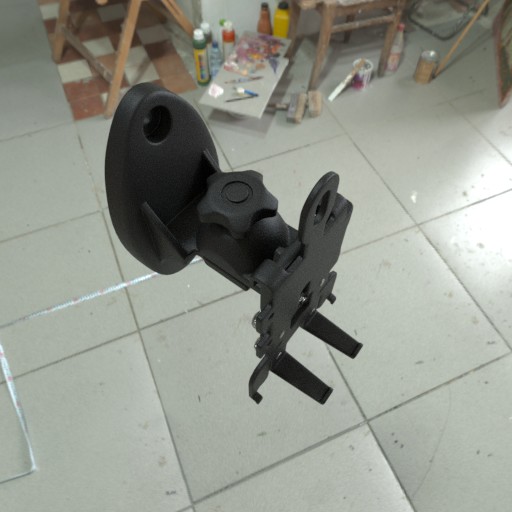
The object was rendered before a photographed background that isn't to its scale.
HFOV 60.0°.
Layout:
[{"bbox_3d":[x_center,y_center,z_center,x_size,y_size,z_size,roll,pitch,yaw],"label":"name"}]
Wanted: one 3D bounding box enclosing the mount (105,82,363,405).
[{"bbox_3d":[0.000,0.000,0.172,0.100,0.118,0.066,33,64,19],"label":"mount"}]
